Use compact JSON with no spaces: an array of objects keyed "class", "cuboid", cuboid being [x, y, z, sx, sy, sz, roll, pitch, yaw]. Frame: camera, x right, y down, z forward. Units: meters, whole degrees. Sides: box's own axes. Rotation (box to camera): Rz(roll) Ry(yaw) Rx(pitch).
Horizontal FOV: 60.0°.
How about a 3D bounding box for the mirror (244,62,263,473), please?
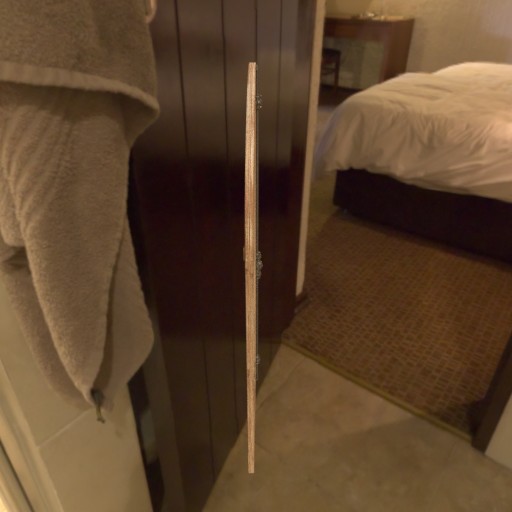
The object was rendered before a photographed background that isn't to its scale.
[{"class":"mirror","cuboid":[0.000,0.000,1.137,0.032,0.915,0.609,0,32,1]}]
